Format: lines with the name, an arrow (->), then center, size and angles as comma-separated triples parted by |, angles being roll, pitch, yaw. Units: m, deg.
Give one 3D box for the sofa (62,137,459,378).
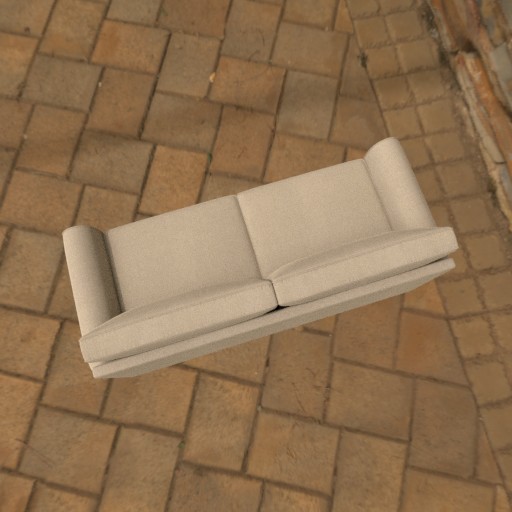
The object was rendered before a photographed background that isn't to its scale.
sofa -> 0.000, 0.000, 2.700 | 2.146, 0.962, 0.901 | -16, 76, -4
